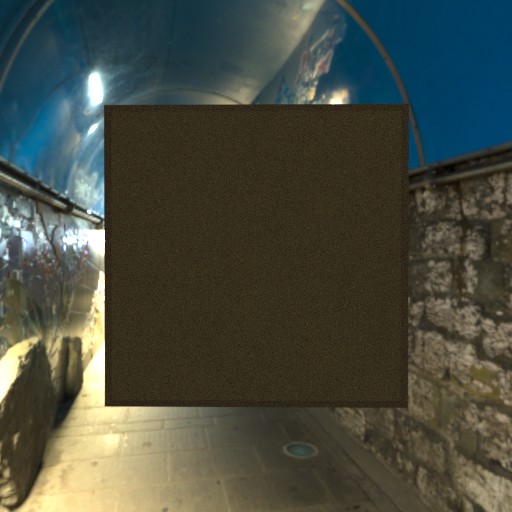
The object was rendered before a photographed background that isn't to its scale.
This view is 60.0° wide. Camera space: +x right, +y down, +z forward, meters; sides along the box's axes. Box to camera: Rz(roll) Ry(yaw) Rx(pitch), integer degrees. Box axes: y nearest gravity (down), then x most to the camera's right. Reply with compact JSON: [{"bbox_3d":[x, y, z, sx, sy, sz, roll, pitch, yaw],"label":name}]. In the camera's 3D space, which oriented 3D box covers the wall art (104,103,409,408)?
[{"bbox_3d":[0.000,0.000,0.462,0.304,0.303,0.038,0,0,1],"label":"wall art"}]
